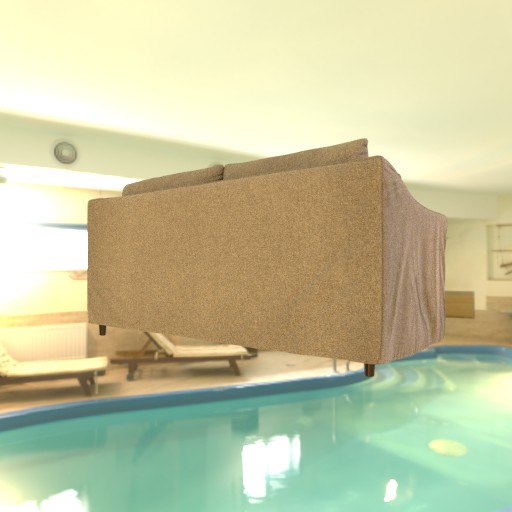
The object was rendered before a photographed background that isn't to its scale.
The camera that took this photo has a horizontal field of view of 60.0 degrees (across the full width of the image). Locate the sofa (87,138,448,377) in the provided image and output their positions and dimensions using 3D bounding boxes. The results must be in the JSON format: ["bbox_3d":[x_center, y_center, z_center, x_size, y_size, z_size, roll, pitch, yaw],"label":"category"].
[{"bbox_3d":[0.000,0.000,2.716,2.010,1.018,1.072,-1,-2,36],"label":"sofa"}]
